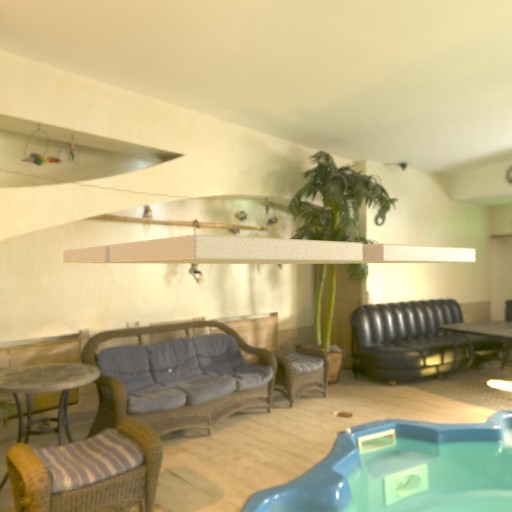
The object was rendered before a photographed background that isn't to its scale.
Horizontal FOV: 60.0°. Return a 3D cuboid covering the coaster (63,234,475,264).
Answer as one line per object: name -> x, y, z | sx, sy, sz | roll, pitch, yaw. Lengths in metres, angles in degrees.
coaster -> 0.000, 0.000, 0.327 | 0.219, 0.010, 0.214 | 1, -2, -37
